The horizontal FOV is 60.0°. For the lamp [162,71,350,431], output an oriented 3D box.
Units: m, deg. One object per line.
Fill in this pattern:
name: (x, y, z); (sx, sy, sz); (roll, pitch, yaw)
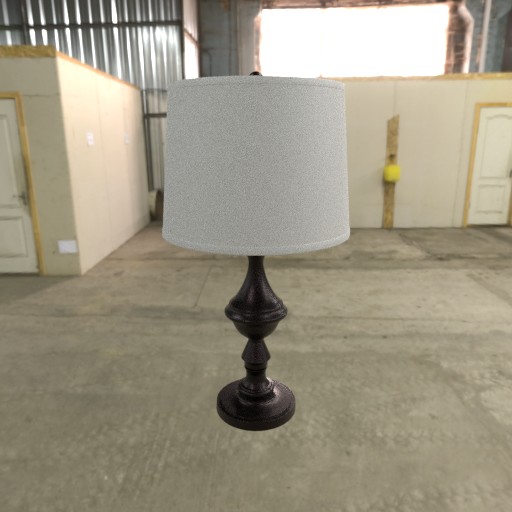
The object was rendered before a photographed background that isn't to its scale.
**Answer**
lamp: (0.000, 0.000, 0.937); (0.383, 0.726, 0.383); (0, 16, 0)
